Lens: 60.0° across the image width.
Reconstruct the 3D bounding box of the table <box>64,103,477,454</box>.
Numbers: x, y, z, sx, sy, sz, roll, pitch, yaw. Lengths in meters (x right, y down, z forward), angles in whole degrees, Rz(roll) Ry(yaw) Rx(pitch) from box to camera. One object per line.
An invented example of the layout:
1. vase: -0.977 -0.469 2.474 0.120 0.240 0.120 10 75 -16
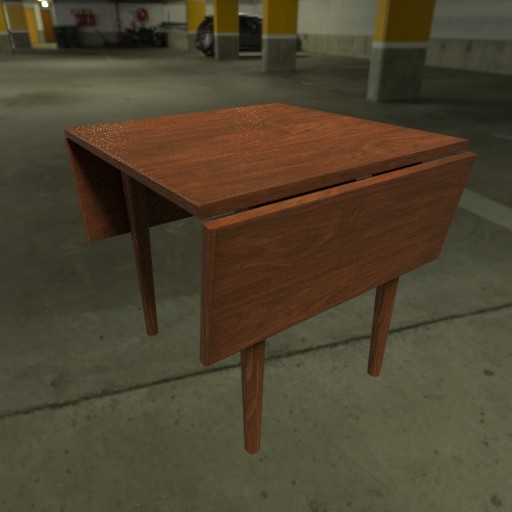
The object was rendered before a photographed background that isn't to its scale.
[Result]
1. table: 0.000 0.000 1.399 0.812 0.763 0.843 -19 33 -32
